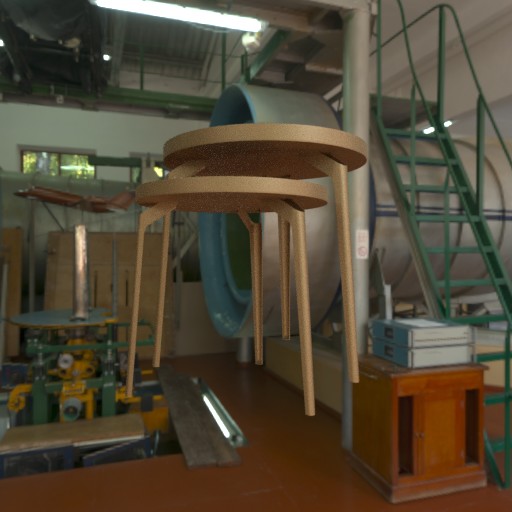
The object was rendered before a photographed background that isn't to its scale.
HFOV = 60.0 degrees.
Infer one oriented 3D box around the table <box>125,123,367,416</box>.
[{"bbox_3d":[0.000,0.000,1.107,0.532,0.555,0.751,0,1,16],"label":"table"}]
